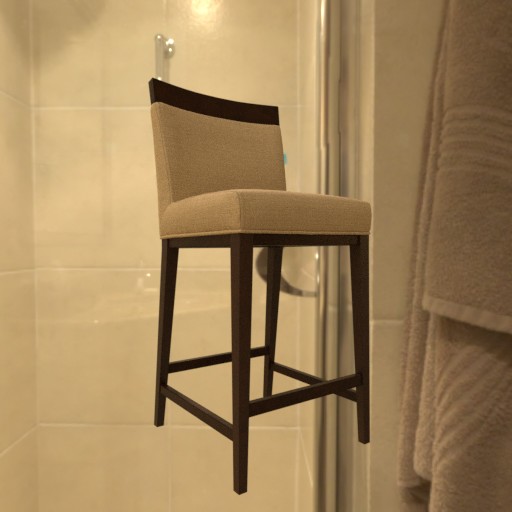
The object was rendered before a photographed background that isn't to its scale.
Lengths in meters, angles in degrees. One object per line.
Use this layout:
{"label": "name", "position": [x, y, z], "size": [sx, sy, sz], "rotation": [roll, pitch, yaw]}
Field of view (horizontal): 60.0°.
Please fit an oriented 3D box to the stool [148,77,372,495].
{"label": "stool", "position": [0.000, 0.000, 1.387], "size": [0.511, 1.117, 0.531], "rotation": [-1, 2, -36]}
